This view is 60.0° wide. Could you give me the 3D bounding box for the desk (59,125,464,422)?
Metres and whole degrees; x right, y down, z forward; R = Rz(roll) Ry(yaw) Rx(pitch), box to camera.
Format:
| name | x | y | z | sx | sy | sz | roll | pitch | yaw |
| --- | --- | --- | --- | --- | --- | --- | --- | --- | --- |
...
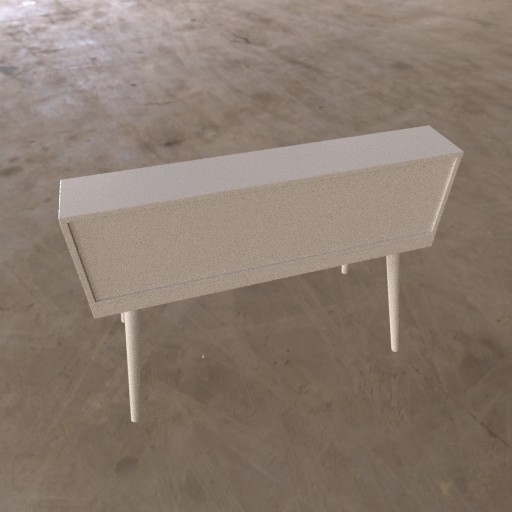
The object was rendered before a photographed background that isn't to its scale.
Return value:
| name | x | y | z | sx | sy | sz | roll | pitch | yaw |
| --- | --- | --- | --- | --- | --- | --- | --- | --- | --- |
| desk | 0.000 | 0.000 | 1.756 | 1.199 | 0.990 | 0.559 | -11 | 43 | -12 |
